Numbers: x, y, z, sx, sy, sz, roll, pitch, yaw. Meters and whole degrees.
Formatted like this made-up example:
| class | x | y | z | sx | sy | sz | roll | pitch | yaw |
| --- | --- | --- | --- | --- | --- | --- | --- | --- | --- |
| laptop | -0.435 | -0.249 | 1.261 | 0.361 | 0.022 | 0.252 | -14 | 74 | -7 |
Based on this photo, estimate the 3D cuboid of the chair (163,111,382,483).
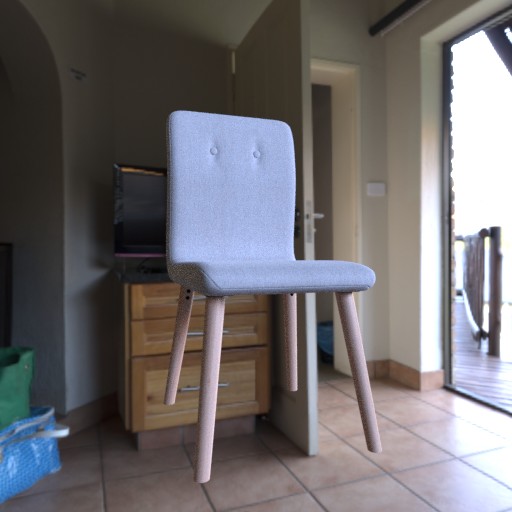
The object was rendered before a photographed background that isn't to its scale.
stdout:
| class | x | y | z | sx | sy | sz | roll | pitch | yaw |
| --- | --- | --- | --- | --- | --- | --- | --- | --- | --- |
| chair | 0.000 | 0.000 | 1.185 | 0.435 | 0.885 | 0.550 | 0 | 0 | -19 |
